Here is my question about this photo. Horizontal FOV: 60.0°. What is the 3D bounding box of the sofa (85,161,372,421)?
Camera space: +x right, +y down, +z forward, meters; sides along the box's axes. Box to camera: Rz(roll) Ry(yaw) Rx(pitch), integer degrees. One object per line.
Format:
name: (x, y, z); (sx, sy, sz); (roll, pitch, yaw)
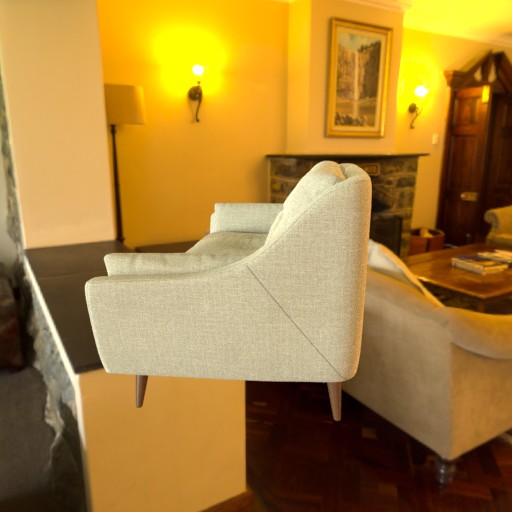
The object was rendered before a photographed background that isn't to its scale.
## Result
sofa: (0.000, 0.000, 2.179); (0.965, 0.888, 1.652); (2, 14, 9)
